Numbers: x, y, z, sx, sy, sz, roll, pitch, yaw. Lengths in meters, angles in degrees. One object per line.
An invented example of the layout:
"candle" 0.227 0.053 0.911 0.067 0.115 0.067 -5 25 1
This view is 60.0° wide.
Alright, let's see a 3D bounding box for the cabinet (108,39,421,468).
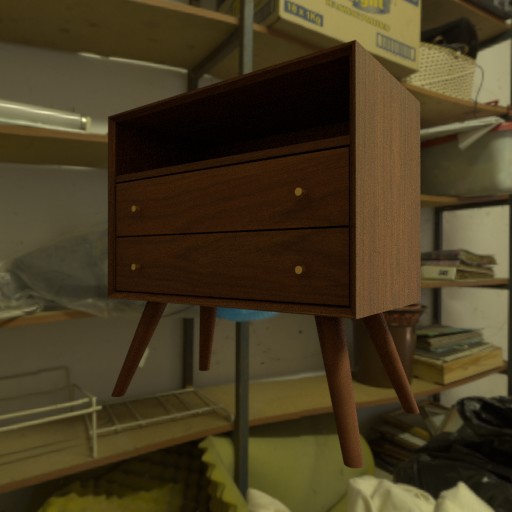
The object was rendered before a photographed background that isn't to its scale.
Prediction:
"cabinet" 0.000 0.000 1.130 0.712 0.748 0.388 0 0 36
